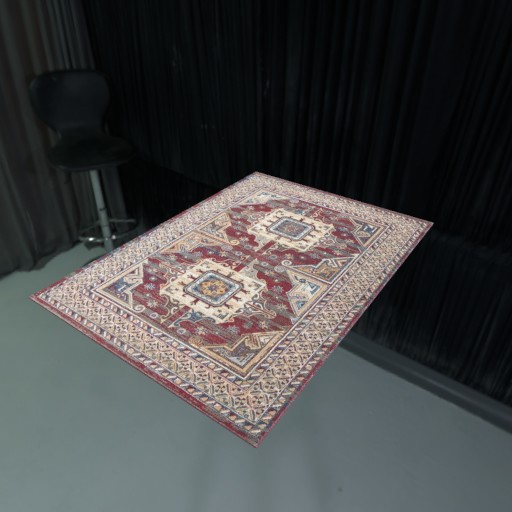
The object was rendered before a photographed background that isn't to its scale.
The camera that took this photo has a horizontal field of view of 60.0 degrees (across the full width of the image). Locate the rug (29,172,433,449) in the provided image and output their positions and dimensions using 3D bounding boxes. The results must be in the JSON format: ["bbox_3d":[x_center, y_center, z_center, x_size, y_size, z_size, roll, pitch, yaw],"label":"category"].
[{"bbox_3d":[0.000,0.000,2.881,1.599,0.011,2.210,22,40,29],"label":"rug"}]
